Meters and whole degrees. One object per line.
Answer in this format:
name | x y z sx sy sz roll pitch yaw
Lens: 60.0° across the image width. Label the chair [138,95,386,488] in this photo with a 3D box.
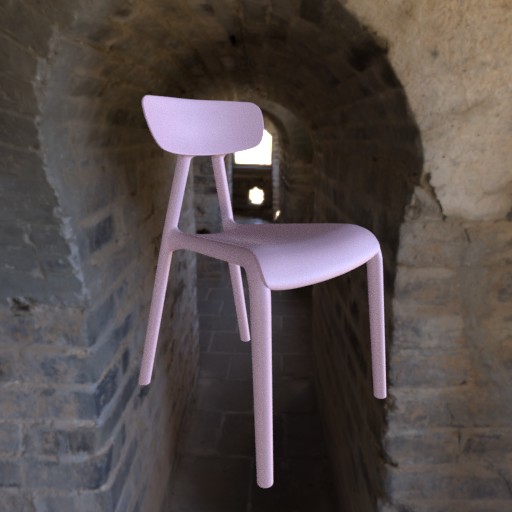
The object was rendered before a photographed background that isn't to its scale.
chair | 0.000 0.000 0.838 0.356 0.580 0.401 -14 21 -43
